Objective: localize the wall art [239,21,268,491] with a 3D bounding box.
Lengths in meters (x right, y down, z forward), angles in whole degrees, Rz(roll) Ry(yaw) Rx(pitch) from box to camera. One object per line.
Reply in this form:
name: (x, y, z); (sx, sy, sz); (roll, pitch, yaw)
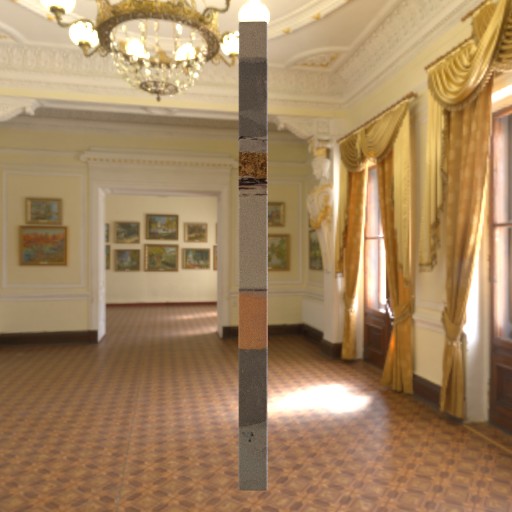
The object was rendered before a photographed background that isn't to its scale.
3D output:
wall art: (0.000, 0.000, 0.800); (0.038, 0.609, 0.456); (0, 0, 1)
